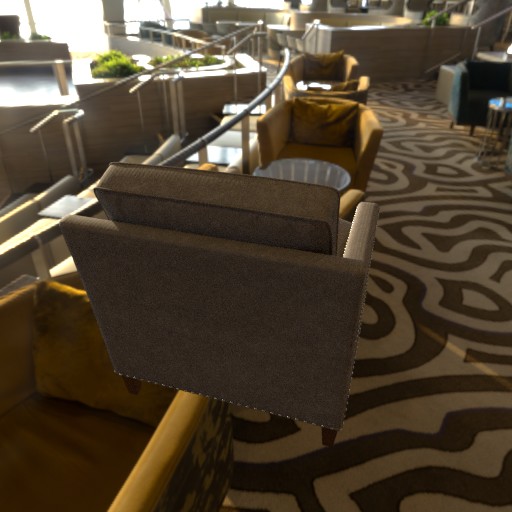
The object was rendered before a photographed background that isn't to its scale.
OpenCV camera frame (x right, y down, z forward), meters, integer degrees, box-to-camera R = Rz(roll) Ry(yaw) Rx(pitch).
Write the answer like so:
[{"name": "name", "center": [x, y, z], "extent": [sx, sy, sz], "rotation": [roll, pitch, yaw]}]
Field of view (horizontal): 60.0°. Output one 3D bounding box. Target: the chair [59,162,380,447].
[{"name": "chair", "center": [0.000, 0.000, 1.701], "extent": [0.853, 0.948, 1.014], "rotation": [9, 33, 15]}]
